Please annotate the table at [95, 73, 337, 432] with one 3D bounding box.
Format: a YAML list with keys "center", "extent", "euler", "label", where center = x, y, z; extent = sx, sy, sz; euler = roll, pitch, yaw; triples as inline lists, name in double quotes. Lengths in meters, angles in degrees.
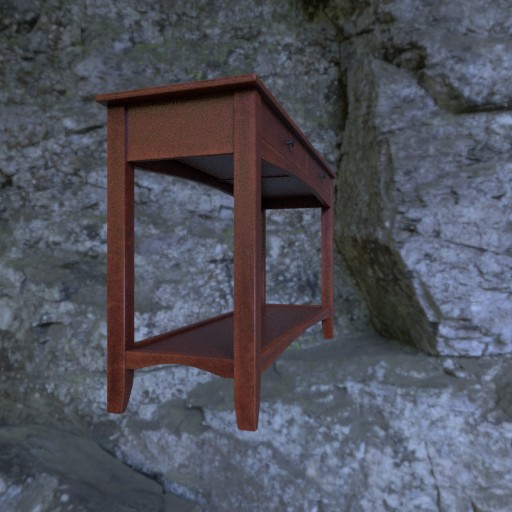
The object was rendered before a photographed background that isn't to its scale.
- center: [0.000, 0.000, 1.521]
  extent: [0.392, 0.739, 1.188]
  euler: [0, 0, 18]
  label: "table"
